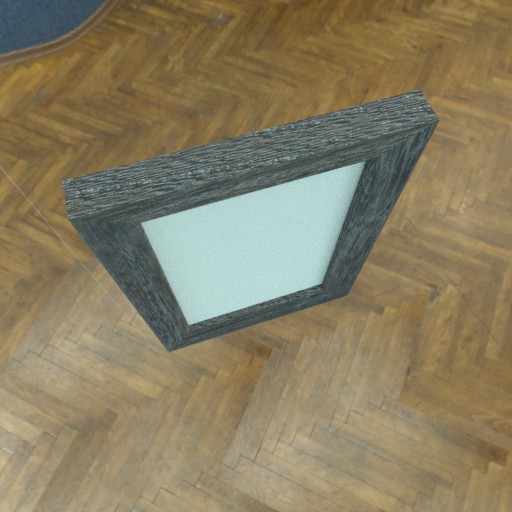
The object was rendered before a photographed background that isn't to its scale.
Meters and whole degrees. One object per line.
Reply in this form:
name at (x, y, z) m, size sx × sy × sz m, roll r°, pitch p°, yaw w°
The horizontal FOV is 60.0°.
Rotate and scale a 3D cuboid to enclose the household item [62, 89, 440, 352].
household item at (0.000, 0.000, 0.236) m, size 0.133 × 0.180 × 0.020 m, roll -16°, pitch 65°, yaw -8°
